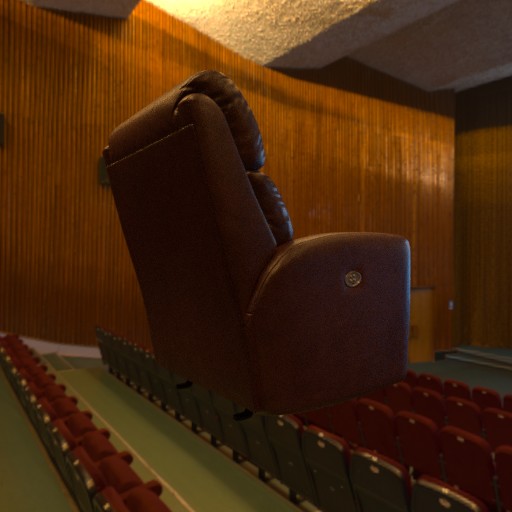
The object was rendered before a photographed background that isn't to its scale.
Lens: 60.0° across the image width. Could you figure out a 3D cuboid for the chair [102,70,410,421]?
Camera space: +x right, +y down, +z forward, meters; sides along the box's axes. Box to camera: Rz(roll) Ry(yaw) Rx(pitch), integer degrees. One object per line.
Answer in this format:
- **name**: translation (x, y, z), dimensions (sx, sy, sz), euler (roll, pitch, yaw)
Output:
- **chair**: translation (0.000, 0.000, 1.667), dimensions (0.939, 1.016, 0.787), euler (0, 0, -36)
